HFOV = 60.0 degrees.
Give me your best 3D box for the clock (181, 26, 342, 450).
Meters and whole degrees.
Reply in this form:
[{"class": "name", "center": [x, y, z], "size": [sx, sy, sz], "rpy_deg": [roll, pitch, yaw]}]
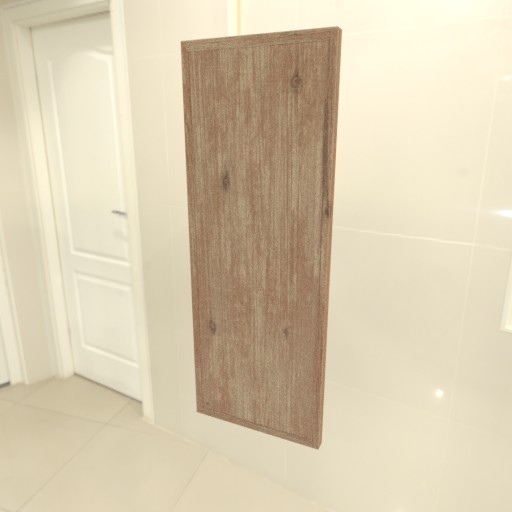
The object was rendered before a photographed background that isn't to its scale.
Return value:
[{"class": "clock", "center": [0.000, 0.000, 1.066], "size": [0.361, 0.965, 0.030], "rpy_deg": [8, 18, 24]}]
